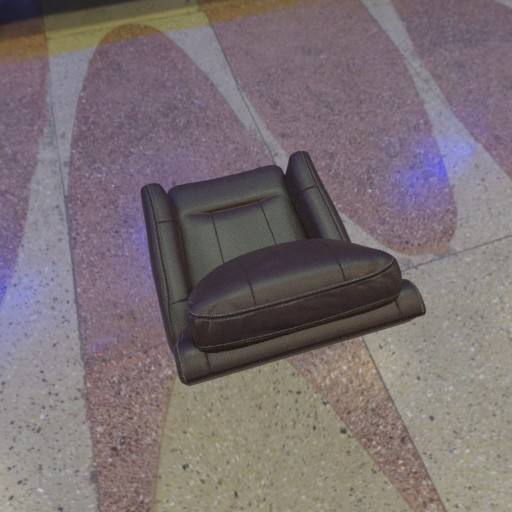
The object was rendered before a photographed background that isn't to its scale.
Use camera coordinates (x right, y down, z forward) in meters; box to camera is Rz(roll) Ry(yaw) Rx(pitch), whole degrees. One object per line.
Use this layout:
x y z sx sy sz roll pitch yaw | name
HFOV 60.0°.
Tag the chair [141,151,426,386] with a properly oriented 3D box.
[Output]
0.000 0.000 1.766 0.829 1.030 1.080 -14 60 -8 | chair
